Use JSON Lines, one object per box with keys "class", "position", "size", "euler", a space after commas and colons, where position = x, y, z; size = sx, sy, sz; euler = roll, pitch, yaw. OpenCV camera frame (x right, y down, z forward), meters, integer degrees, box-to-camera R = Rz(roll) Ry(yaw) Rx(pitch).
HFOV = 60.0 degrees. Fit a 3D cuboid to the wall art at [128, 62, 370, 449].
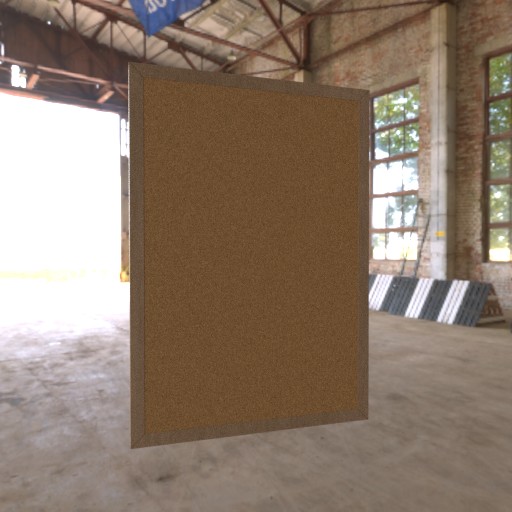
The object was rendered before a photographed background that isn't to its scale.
{"class": "wall art", "position": [0.000, 0.000, 0.647], "size": [0.356, 0.509, 0.031], "euler": [0, 1, -17]}
